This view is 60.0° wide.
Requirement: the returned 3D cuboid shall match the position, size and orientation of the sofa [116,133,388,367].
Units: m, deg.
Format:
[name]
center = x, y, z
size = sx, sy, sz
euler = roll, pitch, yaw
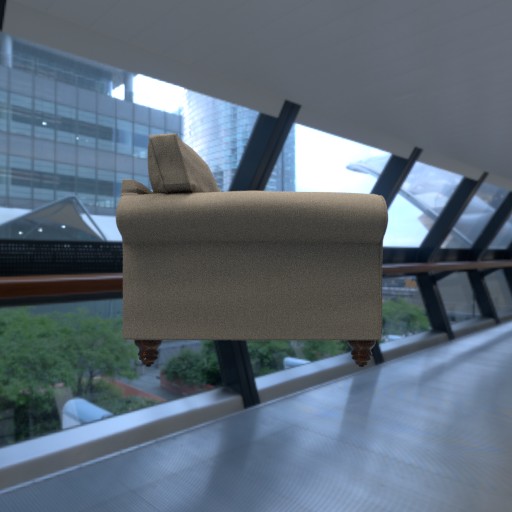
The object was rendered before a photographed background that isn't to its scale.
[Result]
[sofa]
center = 0.000, 0.000, 2.616
size = 0.998, 0.889, 2.118
euler = 0, -1, 0
